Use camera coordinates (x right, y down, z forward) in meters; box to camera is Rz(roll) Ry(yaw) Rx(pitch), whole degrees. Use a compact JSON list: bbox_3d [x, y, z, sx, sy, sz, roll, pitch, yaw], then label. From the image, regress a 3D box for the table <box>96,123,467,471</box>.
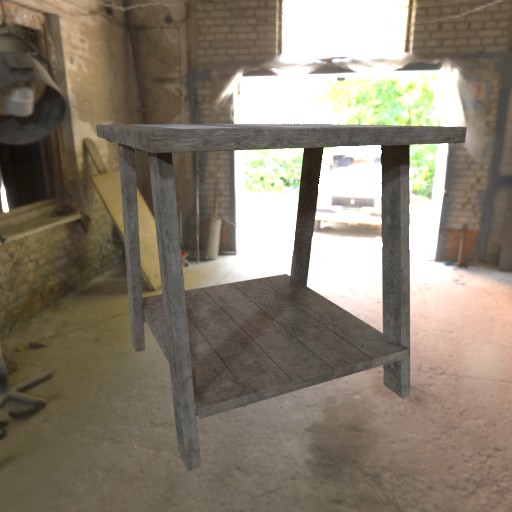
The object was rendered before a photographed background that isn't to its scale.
[{"bbox_3d":[0.000,0.000,1.080,0.610,0.610,0.610,-8,19,-24],"label":"table"}]
